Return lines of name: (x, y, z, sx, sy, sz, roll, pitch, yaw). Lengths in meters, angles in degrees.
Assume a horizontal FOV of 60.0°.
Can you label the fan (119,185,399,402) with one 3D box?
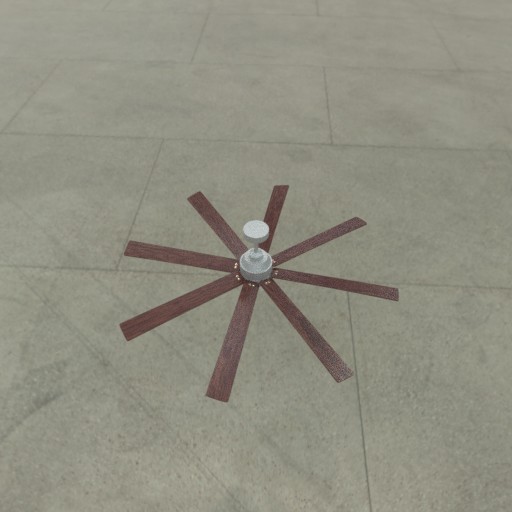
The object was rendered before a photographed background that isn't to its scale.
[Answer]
fan: (0.000, 0.000, 2.812, 1.830, 0.472, 1.830, -25, 52, -21)
